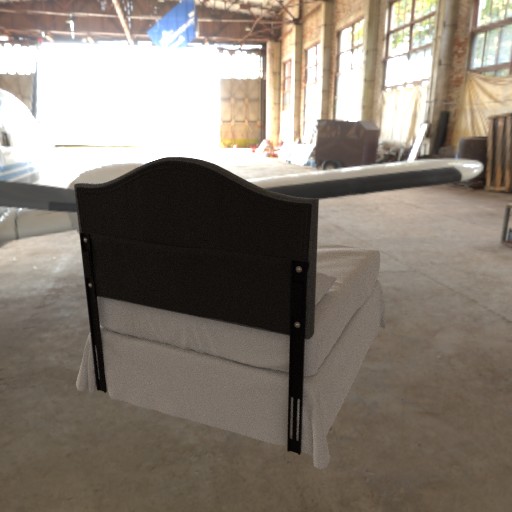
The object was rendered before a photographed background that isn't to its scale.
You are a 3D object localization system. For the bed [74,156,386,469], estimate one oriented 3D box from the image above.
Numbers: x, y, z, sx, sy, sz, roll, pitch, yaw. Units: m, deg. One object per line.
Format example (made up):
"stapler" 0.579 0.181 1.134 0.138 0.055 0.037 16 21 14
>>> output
"bed" 0.000 0.000 3.521 1.876 1.645 2.221 7 17 24
